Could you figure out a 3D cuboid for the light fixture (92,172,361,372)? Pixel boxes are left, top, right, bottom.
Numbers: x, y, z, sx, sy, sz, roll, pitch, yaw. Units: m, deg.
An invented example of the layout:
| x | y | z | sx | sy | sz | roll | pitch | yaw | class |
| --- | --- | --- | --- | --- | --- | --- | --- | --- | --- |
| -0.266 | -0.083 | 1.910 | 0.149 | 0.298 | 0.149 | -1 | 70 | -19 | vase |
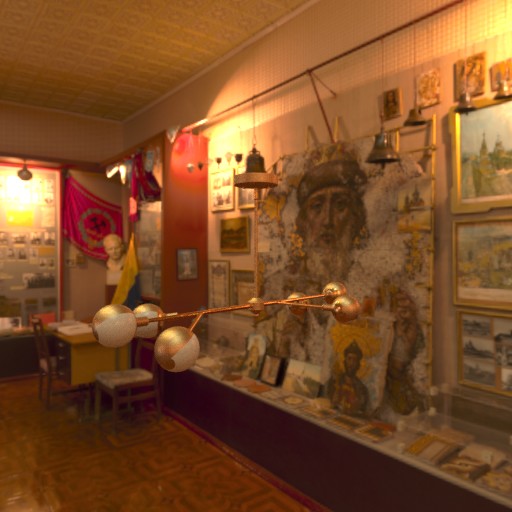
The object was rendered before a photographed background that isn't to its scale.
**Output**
| x | y | z | sx | sy | sz | roll | pitch | yaw | class |
| --- | --- | --- | --- | --- | --- | --- | --- | --- | --- |
| 0.000 | 0.000 | 1.012 | 0.778 | 0.362 | 0.434 | 0 | 0 | -35 | light fixture |
